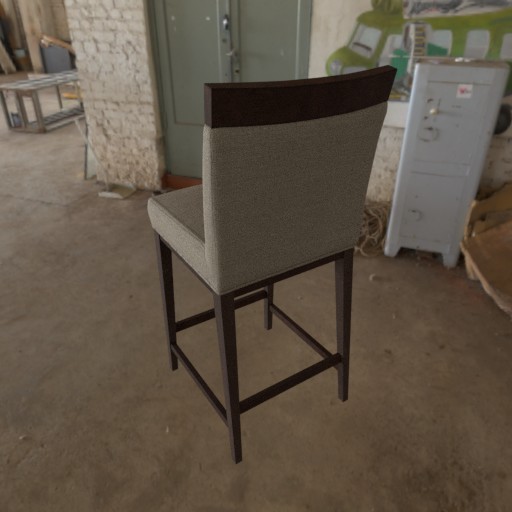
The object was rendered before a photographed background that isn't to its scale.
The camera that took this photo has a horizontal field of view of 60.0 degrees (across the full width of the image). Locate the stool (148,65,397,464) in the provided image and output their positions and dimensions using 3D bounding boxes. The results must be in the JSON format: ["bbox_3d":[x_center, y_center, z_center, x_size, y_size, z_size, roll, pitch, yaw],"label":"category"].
[{"bbox_3d":[0.000,0.000,1.391,0.511,1.117,0.531,-18,35,-28],"label":"stool"}]
